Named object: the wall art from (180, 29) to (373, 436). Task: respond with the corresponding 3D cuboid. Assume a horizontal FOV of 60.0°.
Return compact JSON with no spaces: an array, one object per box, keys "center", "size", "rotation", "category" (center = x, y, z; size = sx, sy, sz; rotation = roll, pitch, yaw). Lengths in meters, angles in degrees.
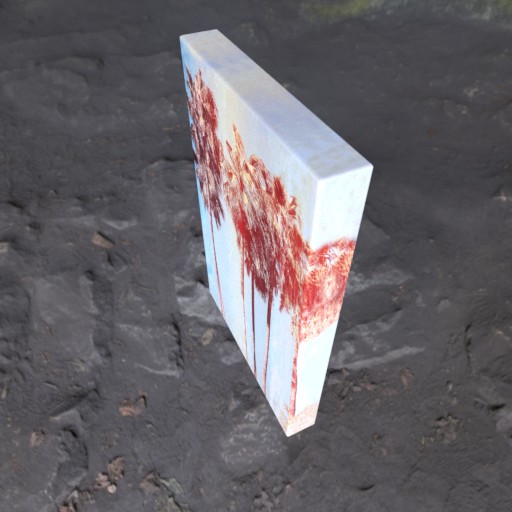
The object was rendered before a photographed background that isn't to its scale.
[{"center":[0.000,0.000,0.480],"size":[0.039,0.380,0.251],"rotation":[-19,49,-18],"category":"wall art"}]
